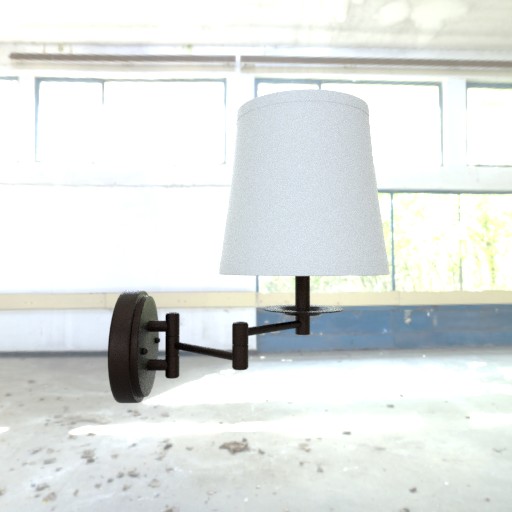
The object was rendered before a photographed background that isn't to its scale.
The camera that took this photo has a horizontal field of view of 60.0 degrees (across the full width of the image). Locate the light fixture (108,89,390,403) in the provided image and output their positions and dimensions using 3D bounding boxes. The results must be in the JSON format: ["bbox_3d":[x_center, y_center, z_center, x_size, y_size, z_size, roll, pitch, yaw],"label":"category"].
[{"bbox_3d":[0.000,0.000,0.266,0.157,0.172,0.100,0,-1,-1],"label":"light fixture"}]
